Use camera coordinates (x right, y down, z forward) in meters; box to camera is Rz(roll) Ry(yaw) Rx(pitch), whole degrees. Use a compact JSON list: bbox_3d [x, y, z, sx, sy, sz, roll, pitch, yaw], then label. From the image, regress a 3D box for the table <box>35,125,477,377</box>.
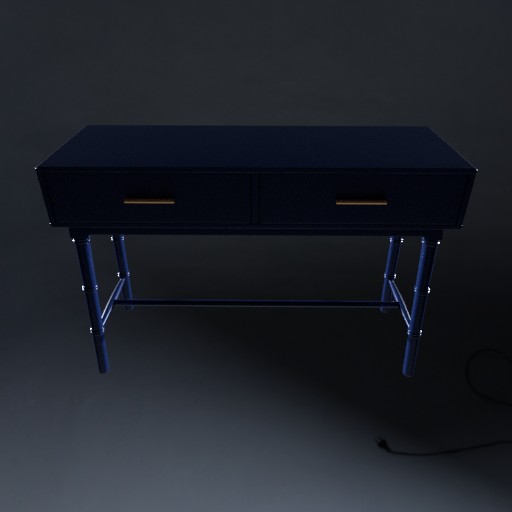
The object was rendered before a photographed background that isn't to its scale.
[{"bbox_3d":[0.000,0.000,1.466,1.118,0.749,0.399,0,32,1],"label":"table"}]
